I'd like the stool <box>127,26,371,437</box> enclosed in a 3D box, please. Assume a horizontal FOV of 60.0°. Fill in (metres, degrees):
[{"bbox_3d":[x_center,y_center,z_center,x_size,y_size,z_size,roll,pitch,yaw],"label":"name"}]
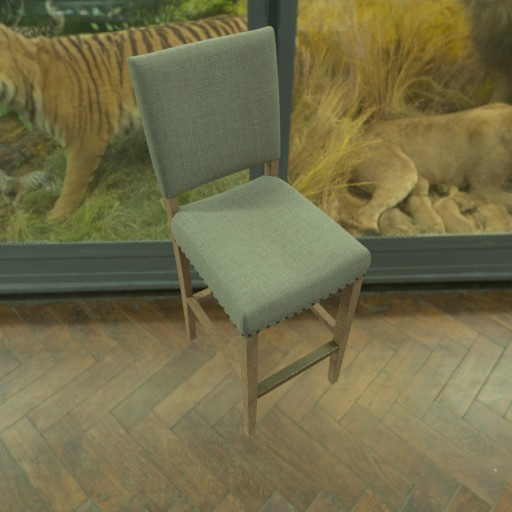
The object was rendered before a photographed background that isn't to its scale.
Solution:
[{"bbox_3d":[0.000,0.000,1.462,0.445,1.203,0.585,-24,50,-22],"label":"stool"}]
